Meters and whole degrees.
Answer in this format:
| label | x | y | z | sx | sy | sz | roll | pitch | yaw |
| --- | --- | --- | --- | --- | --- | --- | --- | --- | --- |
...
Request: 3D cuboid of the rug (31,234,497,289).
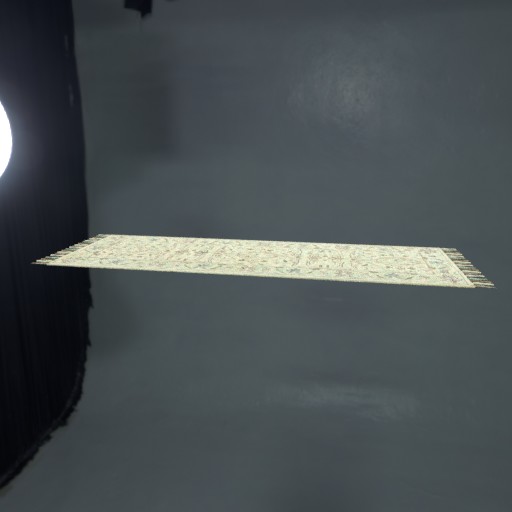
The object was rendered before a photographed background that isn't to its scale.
| label | x | y | z | sx | sy | sz | roll | pitch | yaw |
| --- | --- | --- | --- | --- | --- | --- | --- | --- | --- |
| rug | 0.000 | 0.000 | 2.648 | 2.440 | 0.013 | 0.769 | 3 | 15 | 10 |
